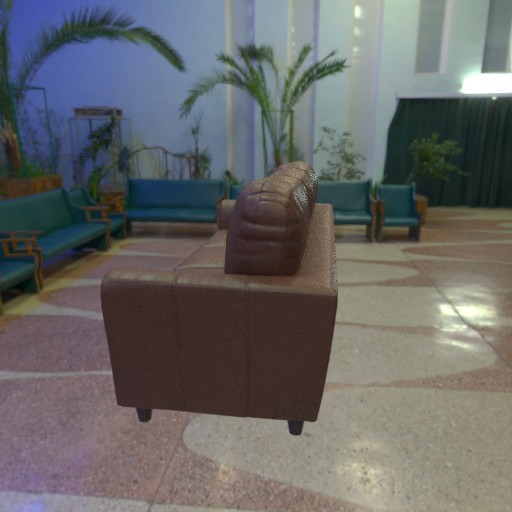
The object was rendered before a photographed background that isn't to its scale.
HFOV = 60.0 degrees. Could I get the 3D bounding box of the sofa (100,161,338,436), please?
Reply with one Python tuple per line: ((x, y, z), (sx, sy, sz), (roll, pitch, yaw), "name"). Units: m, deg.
((0.000, 0.000, 2.328), (0.802, 0.915, 1.862), (2, 15, 9), "sofa")
